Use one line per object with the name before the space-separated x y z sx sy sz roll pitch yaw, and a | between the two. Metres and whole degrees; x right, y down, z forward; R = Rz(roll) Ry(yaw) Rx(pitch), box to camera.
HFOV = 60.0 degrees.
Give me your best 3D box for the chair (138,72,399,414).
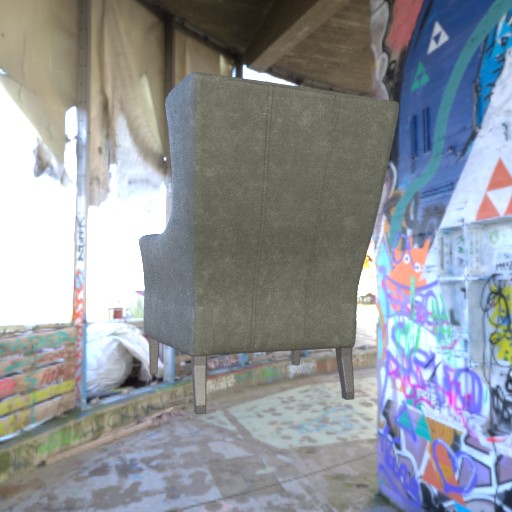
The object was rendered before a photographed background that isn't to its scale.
chair | 0.000 0.000 1.721 0.853 1.016 0.926 1 -3 -18
